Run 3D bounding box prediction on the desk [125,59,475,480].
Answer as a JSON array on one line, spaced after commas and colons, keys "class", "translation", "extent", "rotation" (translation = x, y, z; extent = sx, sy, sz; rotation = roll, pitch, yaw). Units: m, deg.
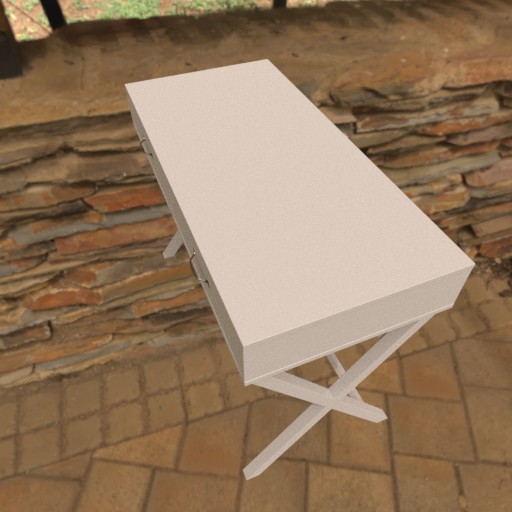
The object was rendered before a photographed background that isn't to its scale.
[{"class": "desk", "translation": [0.000, 0.000, 1.446], "extent": [0.525, 0.780, 1.057], "rotation": [-17, 49, -15]}]
